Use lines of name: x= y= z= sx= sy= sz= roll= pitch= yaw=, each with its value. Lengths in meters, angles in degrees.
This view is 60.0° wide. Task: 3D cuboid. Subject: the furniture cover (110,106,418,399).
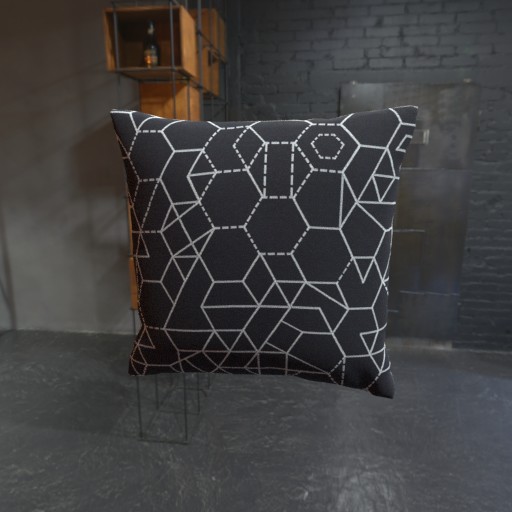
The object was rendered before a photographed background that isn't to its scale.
furniture cover: x=0.000 y=0.000 z=0.793 sx=0.517 sy=0.508 sz=0.158 roll=2 pitch=13 yaw=9
